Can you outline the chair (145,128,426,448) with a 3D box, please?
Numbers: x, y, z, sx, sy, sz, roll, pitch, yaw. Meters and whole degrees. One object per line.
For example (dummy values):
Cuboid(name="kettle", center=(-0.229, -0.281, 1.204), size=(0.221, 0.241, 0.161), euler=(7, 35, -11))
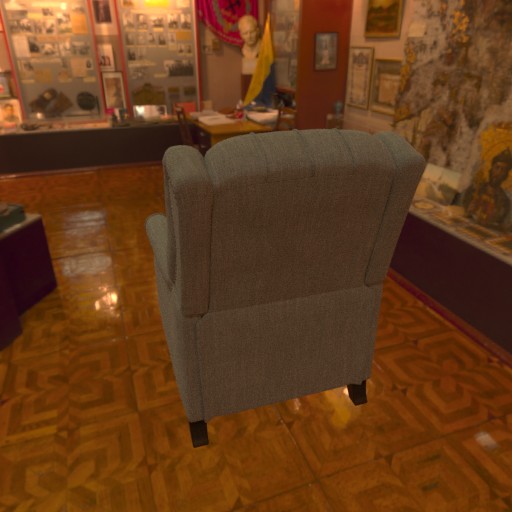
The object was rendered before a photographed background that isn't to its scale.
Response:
Cuboid(name="chair", center=(0.000, 0.000, 1.648), size=(0.742, 1.035, 0.898), euler=(-8, 27, -16))
